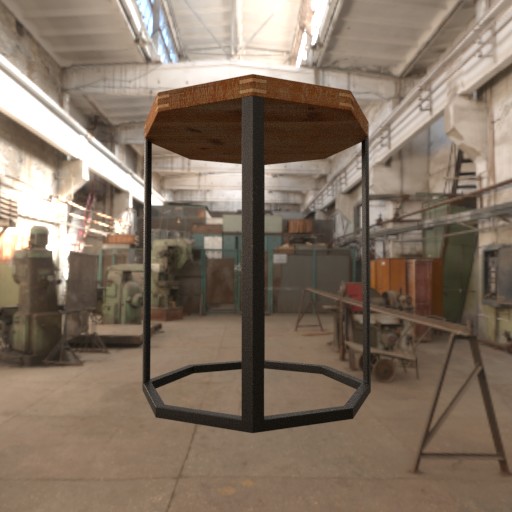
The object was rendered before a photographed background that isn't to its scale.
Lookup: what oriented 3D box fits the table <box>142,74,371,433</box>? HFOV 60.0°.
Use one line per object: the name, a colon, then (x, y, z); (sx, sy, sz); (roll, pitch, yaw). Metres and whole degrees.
table: (0.000, 0.000, 0.898); (0.458, 0.543, 0.458); (0, -2, 1)
